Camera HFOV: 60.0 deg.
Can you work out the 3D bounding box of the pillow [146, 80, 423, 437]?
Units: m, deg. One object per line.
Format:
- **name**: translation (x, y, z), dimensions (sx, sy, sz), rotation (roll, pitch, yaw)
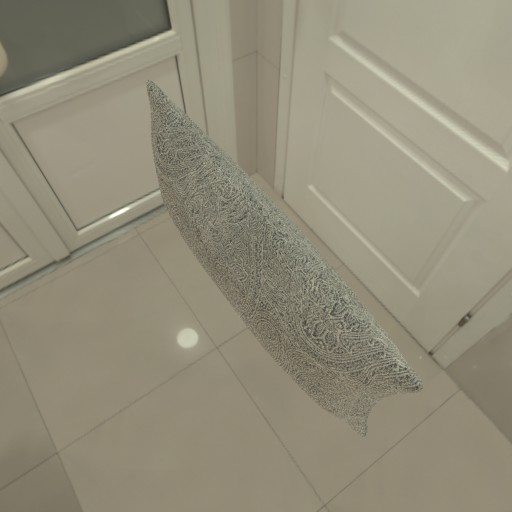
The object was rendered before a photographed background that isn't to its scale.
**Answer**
- **pillow**: translation (0.000, 0.000, 0.723), dimensions (0.151, 0.295, 0.615), rotation (-31, 64, -17)
